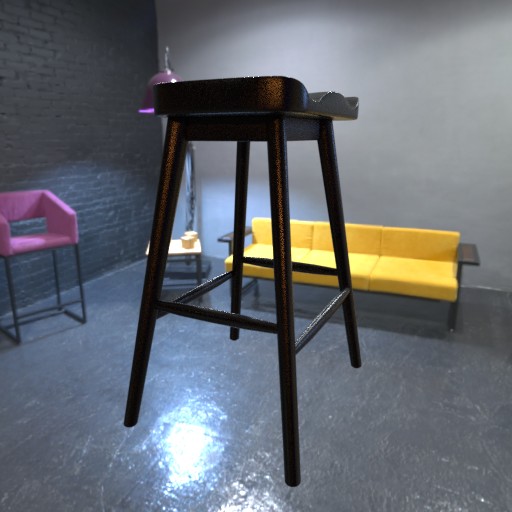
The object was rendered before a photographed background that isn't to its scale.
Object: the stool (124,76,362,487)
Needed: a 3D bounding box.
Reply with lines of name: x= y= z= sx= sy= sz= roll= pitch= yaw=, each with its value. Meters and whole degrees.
stool: x=0.000 y=0.000 z=0.881 sx=0.361 sy=0.615 sz=0.440 roll=7 pitch=17 yaw=25
